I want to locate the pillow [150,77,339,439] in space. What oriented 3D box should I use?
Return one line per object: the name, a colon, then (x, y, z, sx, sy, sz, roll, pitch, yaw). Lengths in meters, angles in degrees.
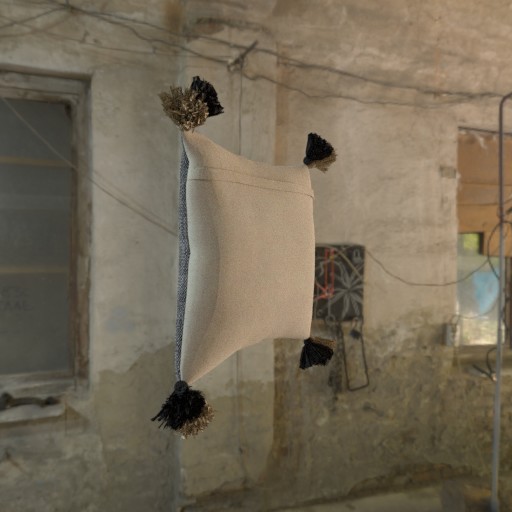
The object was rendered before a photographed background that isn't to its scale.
pillow: (0.000, 0.000, 1.011, 0.170, 0.659, 0.654, 1, 1, 36)
